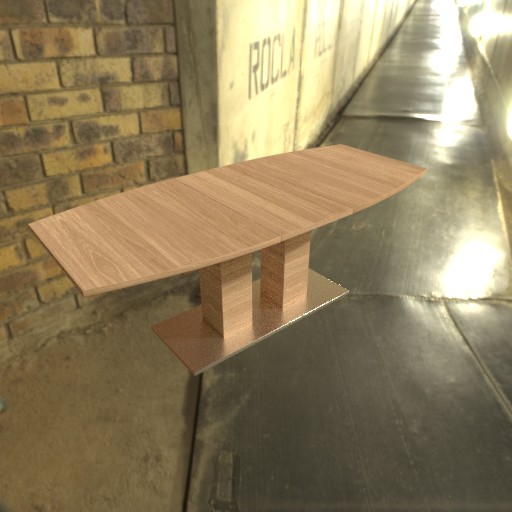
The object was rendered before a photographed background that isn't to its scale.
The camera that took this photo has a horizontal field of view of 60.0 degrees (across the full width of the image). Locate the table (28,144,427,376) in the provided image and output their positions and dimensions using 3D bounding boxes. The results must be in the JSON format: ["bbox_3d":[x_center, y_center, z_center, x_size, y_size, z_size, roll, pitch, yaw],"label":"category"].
[{"bbox_3d":[0.000,0.000,2.455,2.032,0.750,0.900,-22,36,-33],"label":"table"}]
